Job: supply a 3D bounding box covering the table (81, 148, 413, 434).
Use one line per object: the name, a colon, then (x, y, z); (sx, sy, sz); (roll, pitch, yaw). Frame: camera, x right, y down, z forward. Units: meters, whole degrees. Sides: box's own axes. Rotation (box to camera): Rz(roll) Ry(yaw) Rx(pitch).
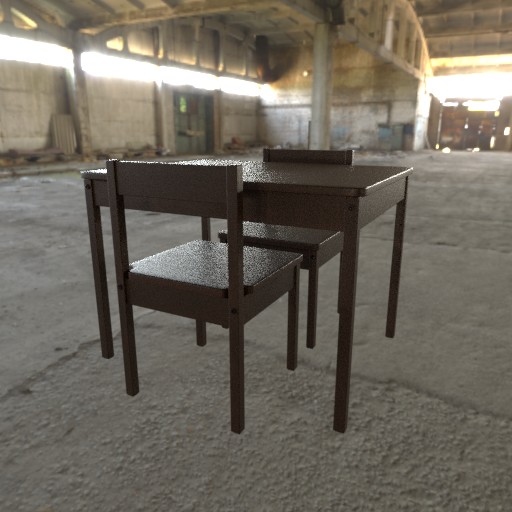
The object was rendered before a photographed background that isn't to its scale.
table: (0.000, 0.000, 1.119); (0.650, 0.503, 0.672); (8, 18, 27)
